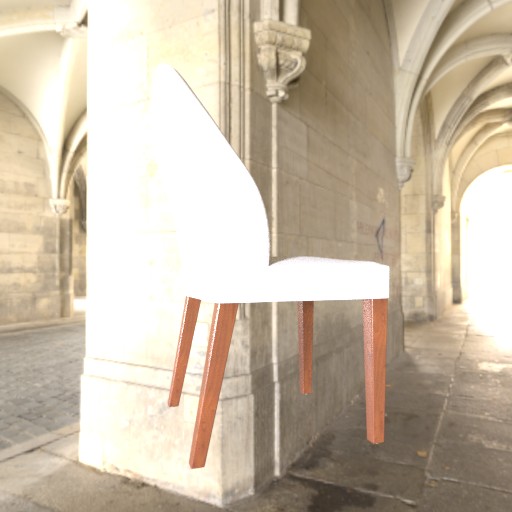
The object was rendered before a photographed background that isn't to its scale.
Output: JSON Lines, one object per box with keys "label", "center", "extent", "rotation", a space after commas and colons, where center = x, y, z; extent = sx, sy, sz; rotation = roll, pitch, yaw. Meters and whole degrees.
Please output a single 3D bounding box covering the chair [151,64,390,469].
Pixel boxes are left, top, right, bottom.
{"label": "chair", "center": [0.000, 0.000, 1.186], "extent": [0.540, 0.893, 0.472], "rotation": [0, -1, -17]}
